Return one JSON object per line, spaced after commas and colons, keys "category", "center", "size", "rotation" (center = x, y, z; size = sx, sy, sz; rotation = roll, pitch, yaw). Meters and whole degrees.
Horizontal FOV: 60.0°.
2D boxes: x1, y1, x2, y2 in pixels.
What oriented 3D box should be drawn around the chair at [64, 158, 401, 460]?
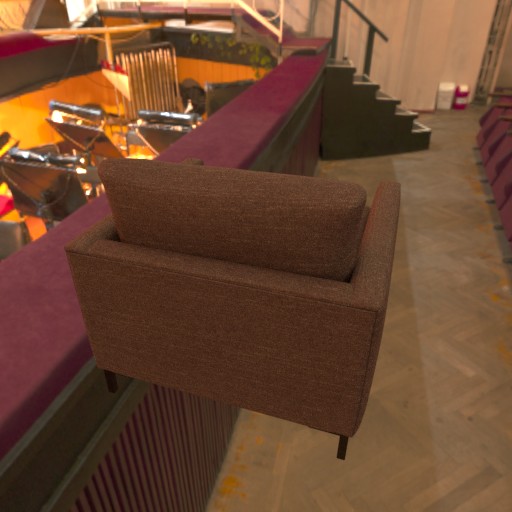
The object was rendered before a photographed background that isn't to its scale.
{"category": "chair", "center": [0.000, 0.000, 1.599], "size": [0.940, 0.841, 0.845], "rotation": [10, 33, 16]}
